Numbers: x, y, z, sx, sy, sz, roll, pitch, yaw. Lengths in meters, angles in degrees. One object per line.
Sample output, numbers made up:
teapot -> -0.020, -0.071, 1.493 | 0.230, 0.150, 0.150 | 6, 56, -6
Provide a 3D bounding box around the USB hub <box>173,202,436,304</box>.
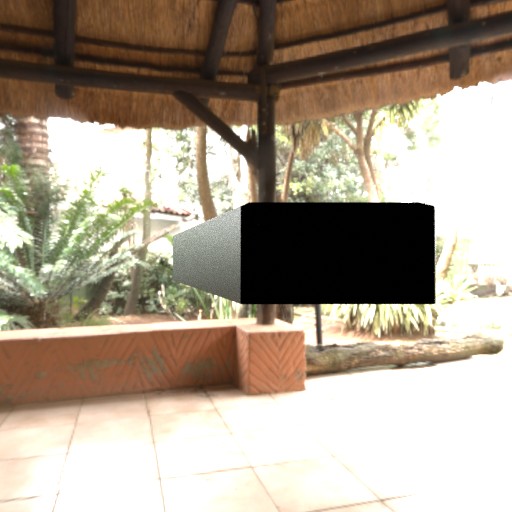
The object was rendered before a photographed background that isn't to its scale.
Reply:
USB hub -> 0.000, 0.000, 0.163 | 0.044, 0.023, 0.145 | 0, -1, -17
